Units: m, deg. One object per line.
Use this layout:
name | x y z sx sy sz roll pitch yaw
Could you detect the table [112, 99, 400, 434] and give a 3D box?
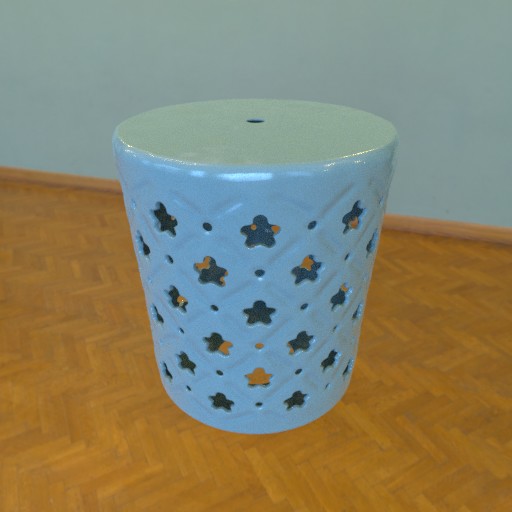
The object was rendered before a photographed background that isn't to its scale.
table | 0.000 0.000 0.646 0.352 0.387 0.352 0 29 0
